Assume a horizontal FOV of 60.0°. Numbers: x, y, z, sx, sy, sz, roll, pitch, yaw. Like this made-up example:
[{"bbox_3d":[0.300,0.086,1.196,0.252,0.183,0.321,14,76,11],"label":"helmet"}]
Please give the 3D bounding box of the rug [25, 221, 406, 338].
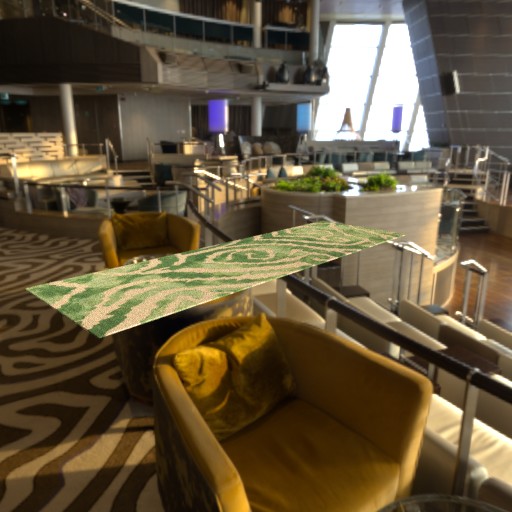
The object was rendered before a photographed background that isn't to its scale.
[{"bbox_3d":[0.000,0.000,2.738,0.761,0.006,2.438,15,21,43],"label":"rug"}]
